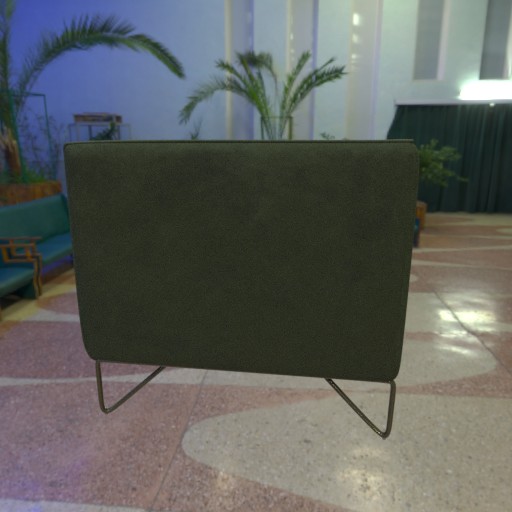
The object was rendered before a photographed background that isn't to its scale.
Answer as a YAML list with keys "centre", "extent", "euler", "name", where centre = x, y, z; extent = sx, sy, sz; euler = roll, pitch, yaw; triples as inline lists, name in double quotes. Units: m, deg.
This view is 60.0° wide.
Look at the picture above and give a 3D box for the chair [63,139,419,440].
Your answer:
- centre: [0.000, 0.000, 1.552]
  extent: [0.894, 0.790, 0.880]
  euler: [2, 15, 9]
  name: "chair"
